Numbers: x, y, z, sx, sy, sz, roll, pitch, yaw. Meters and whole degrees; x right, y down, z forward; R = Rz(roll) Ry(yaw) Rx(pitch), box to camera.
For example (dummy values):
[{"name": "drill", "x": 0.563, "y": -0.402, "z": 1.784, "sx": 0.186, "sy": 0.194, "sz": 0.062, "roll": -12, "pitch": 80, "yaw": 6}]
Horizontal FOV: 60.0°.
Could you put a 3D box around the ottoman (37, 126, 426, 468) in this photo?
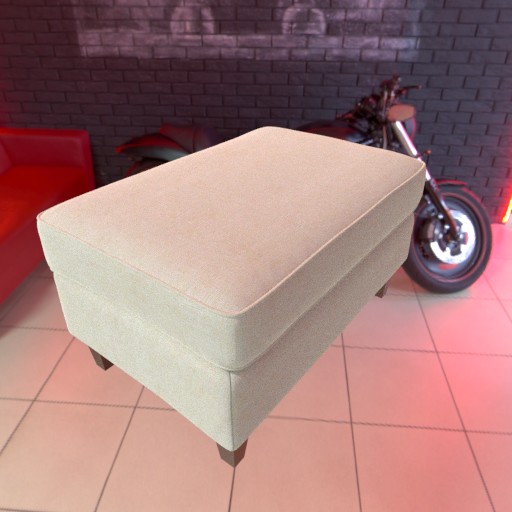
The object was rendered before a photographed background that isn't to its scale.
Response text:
[{"name": "ottoman", "x": 0.000, "y": 0.000, "z": 1.189, "sx": 0.583, "sy": 0.484, "sz": 0.862, "roll": 22, "pitch": 38, "yaw": 31}]
